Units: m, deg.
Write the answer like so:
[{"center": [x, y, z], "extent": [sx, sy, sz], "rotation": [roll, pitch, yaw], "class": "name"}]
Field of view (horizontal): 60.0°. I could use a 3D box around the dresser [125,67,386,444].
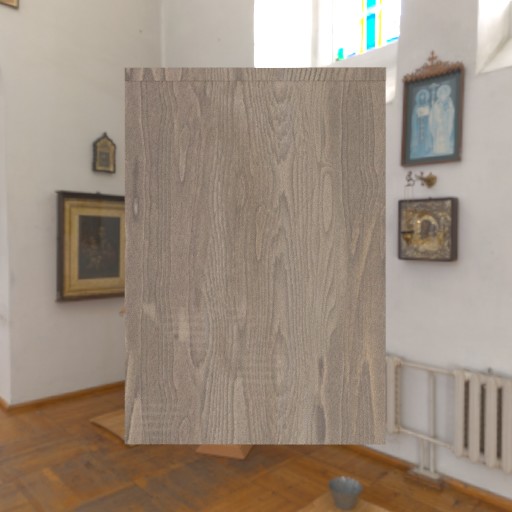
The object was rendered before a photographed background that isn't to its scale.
[{"center": [0.000, 0.000, 1.301], "extent": [0.529, 0.762, 0.809], "rotation": [0, 0, 0], "class": "dresser"}]
